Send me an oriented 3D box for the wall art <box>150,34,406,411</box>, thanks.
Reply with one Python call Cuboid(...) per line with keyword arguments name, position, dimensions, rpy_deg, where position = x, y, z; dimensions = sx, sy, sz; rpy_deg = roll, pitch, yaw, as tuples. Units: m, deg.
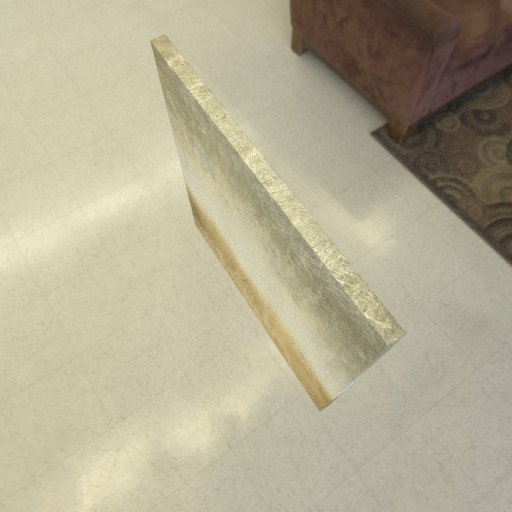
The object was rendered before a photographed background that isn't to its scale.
Cuboid(name="wall art", position=(0.000, 0.000, 1.611), dimensions=(0.051, 1.091, 1.092), rpy_deg=(-30, 68, -14))
